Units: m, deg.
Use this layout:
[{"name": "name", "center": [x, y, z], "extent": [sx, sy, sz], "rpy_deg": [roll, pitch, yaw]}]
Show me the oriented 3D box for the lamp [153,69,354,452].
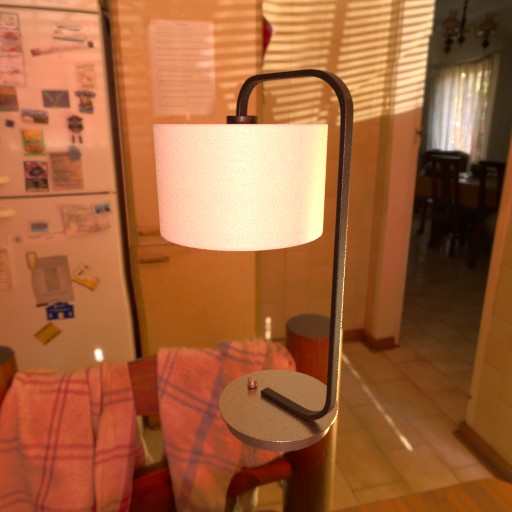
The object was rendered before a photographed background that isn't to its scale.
[{"name": "lamp", "center": [0.000, 0.000, 0.624], "extent": [0.230, 0.473, 0.288], "rpy_deg": [-16, 23, -42]}]
